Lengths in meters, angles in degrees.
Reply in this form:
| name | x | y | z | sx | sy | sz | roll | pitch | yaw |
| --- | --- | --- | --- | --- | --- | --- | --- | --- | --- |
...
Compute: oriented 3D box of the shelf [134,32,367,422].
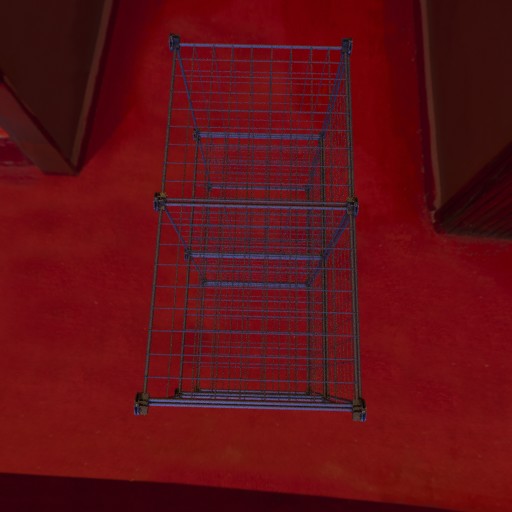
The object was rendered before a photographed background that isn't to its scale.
| name | x | y | z | sx | sy | sz | roll | pitch | yaw |
| --- | --- | --- | --- | --- | --- | --- | --- | --- | --- |
| shelf | 0.000 | 0.000 | 1.110 | 0.356 | 0.711 | 0.711 | 1 | 74 | 0 |
